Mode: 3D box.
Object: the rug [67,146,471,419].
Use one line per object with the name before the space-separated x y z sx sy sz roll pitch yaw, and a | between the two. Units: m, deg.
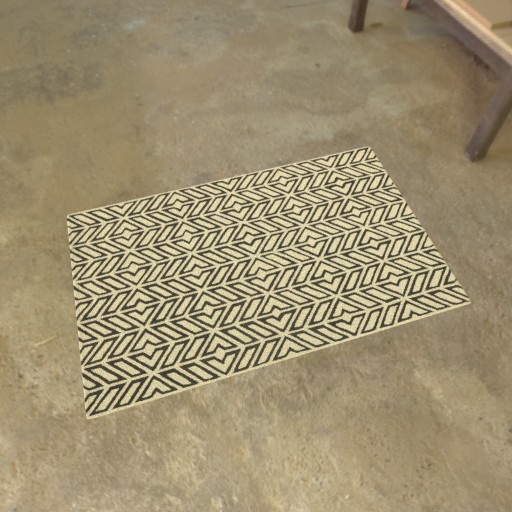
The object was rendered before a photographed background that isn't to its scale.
rug | 0.000 0.000 3.055 2.438 0.008 1.523 -15 58 -10
